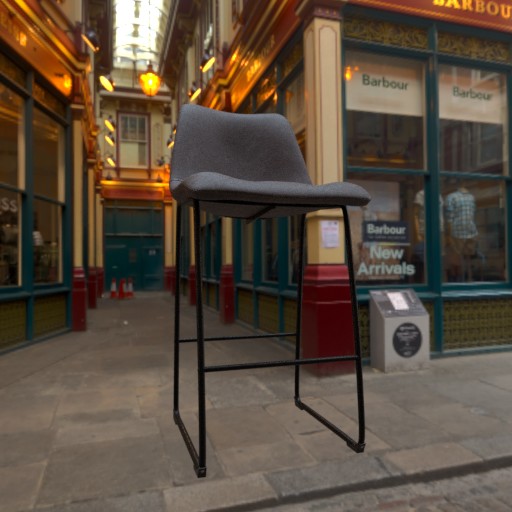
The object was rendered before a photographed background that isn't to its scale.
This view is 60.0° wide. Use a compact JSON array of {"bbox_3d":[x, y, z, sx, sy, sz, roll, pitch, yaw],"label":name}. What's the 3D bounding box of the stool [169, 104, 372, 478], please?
[{"bbox_3d":[0.000,0.000,1.378,0.514,1.082,0.561,0,-1,-18],"label":"stool"}]
